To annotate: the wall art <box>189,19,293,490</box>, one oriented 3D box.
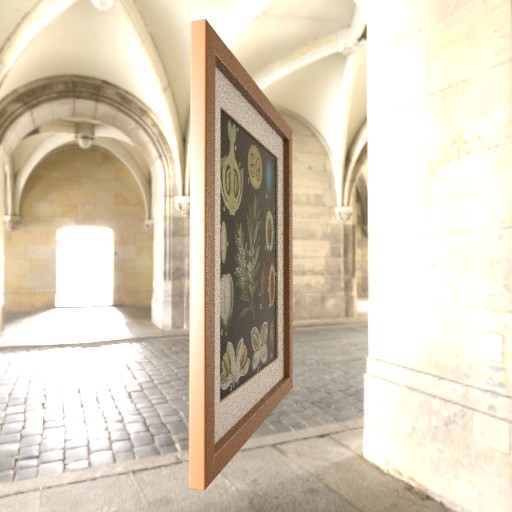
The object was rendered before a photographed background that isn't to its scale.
[{"bbox_3d":[0.000,0.000,0.732,0.021,0.550,0.449,0,-1,18],"label":"wall art"}]
